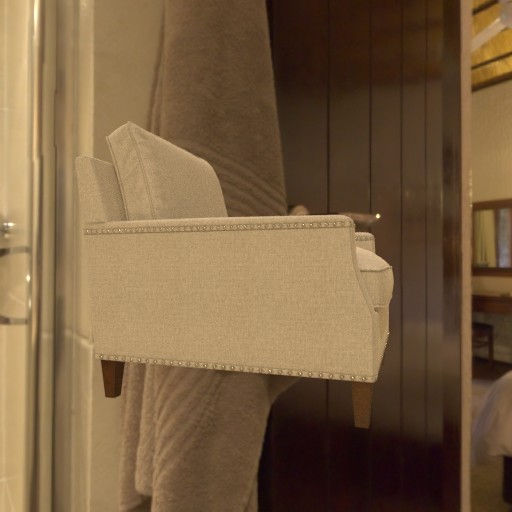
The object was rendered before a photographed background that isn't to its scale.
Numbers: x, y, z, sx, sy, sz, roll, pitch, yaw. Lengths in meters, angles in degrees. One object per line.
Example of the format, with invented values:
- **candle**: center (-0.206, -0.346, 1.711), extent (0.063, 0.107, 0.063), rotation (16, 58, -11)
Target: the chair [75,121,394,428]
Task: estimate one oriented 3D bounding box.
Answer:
- **chair**: center (0.000, 0.000, 1.725), extent (1.014, 0.943, 0.853), rotation (0, -1, 19)
